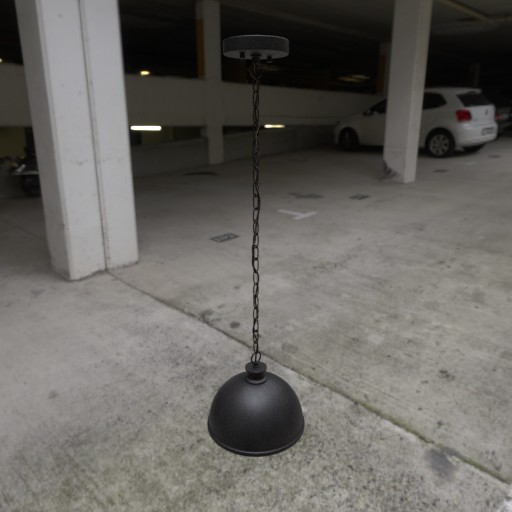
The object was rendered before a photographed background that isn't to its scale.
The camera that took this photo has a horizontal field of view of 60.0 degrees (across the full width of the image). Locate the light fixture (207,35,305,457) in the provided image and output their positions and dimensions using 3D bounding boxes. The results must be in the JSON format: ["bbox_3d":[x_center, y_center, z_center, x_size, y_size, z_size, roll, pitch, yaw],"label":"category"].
[{"bbox_3d":[0.000,0.000,1.234,0.304,1.090,0.304,-16,23,-42],"label":"light fixture"}]
